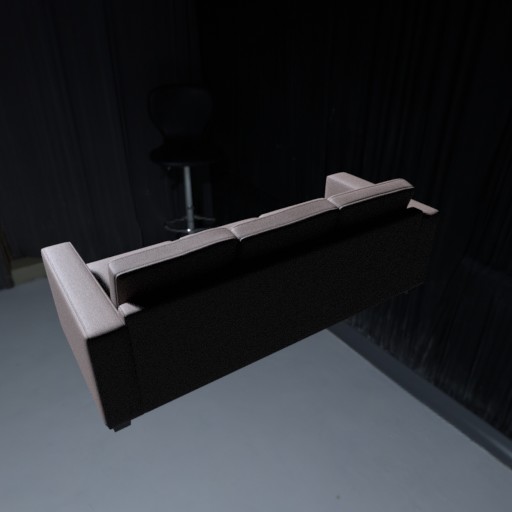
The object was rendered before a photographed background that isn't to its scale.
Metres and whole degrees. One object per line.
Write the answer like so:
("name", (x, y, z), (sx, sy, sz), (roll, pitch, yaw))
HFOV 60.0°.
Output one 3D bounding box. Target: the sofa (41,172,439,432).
("sofa", (0.000, 0.000, 2.620), (2.160, 0.806, 0.900), (-18, 35, -28))
